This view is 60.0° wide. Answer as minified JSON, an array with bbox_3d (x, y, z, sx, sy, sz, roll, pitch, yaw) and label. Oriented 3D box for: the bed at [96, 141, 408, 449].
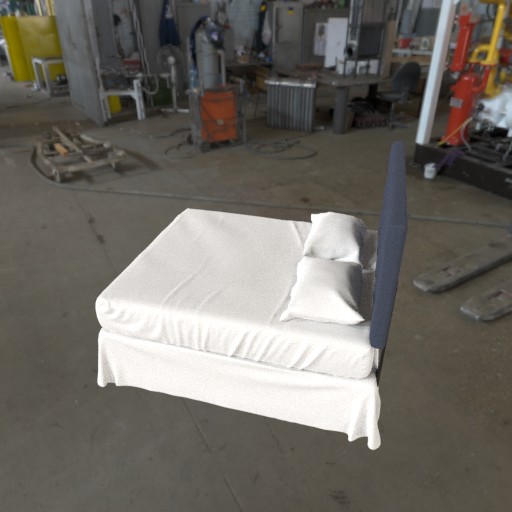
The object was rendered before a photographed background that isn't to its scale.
[{"bbox_3d":[0.000,0.000,3.549,2.222,1.577,1.936,8,31,13],"label":"bed"}]
